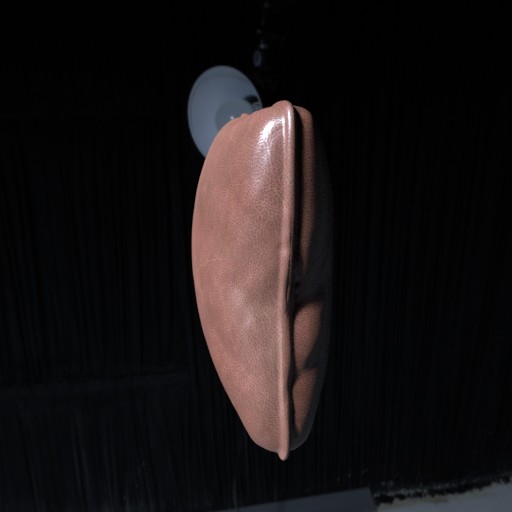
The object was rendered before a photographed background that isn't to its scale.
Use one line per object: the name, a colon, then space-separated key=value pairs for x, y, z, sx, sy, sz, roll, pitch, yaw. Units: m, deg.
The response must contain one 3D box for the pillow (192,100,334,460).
pillow: x=0.000 y=0.000 z=0.828 sx=0.236 sy=0.523 sz=0.532 roll=-2 pitch=16 yaw=-8
